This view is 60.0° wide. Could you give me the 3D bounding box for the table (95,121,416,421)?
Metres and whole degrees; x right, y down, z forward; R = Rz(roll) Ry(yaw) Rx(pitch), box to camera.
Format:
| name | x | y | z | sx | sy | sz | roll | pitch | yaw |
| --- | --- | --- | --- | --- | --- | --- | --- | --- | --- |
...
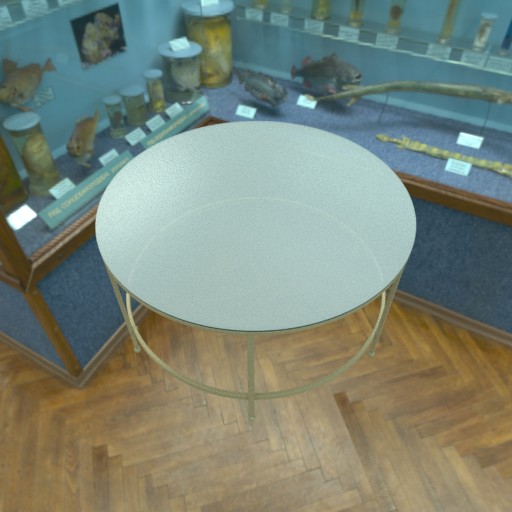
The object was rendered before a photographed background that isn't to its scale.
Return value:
| name | x | y | z | sx | sy | sz | roll | pitch | yaw |
| --- | --- | --- | --- | --- | --- | --- | --- | --- | --- |
| table | 0.000 | 0.000 | 1.465 | 0.914 | 0.470 | 0.914 | 0 | 46 | 0 |
